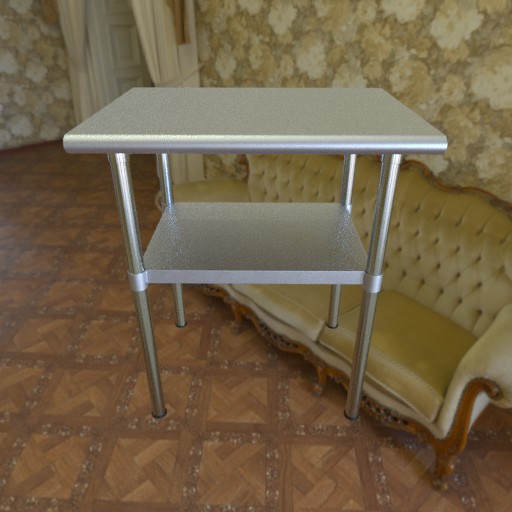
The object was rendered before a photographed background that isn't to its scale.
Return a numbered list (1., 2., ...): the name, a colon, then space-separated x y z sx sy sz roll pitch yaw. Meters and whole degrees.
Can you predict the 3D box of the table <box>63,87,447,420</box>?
1. table: 0.000 0.000 1.342 0.762 0.876 0.584 0 30 1
